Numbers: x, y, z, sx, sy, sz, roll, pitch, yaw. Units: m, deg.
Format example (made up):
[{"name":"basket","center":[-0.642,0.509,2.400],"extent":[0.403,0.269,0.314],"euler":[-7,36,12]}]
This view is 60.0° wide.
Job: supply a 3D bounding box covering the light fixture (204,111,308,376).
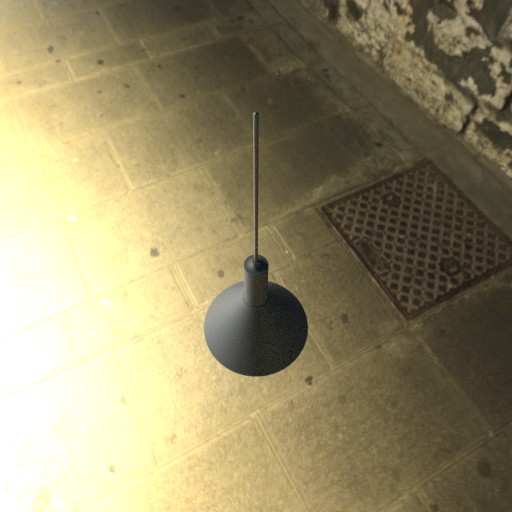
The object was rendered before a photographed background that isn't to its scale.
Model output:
[{"name":"light fixture","center":[0.000,0.000,0.858],"extent":[0.267,0.683,0.267],"euler":[-12,58,-8]}]
